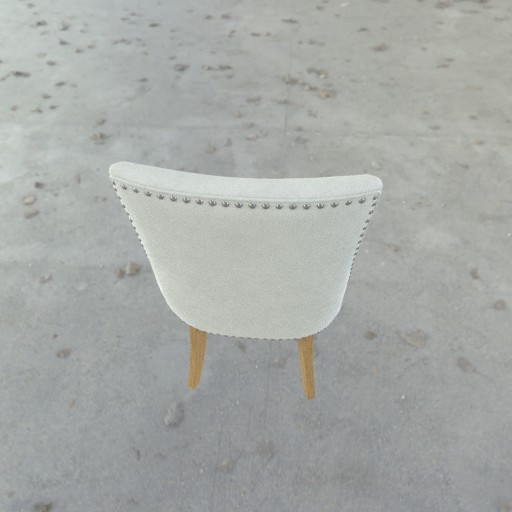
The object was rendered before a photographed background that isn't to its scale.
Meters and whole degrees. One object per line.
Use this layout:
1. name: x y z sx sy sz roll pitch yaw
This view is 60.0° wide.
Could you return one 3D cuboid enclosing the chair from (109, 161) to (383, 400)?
1. chair: 0.000 0.000 1.240 0.495 0.902 0.610 4 46 4
